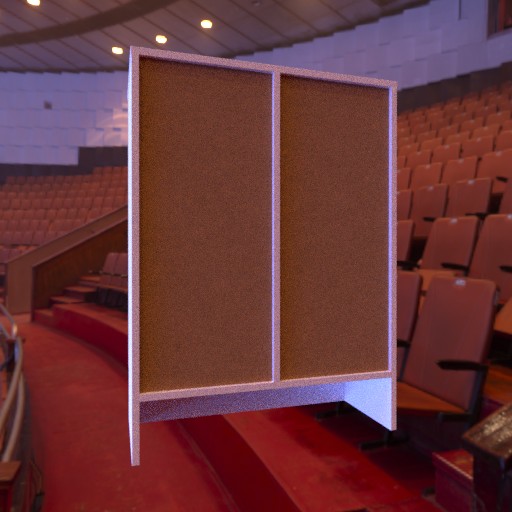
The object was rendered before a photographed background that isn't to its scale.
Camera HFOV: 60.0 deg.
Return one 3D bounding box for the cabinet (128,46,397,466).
[{"bbox_3d":[0.000,0.000,1.090,0.600,0.815,0.296,0,0,-17],"label":"cabinet"}]
